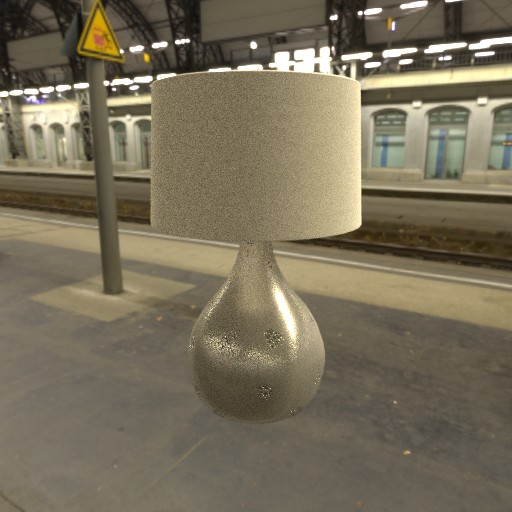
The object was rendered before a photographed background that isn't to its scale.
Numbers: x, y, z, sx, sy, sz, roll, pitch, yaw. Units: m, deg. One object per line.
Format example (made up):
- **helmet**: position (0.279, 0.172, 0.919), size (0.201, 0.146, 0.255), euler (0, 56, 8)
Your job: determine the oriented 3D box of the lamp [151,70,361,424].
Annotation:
- **lamp**: position (0.000, 0.000, 0.727), size (0.330, 0.521, 0.330), euler (0, 14, 0)
